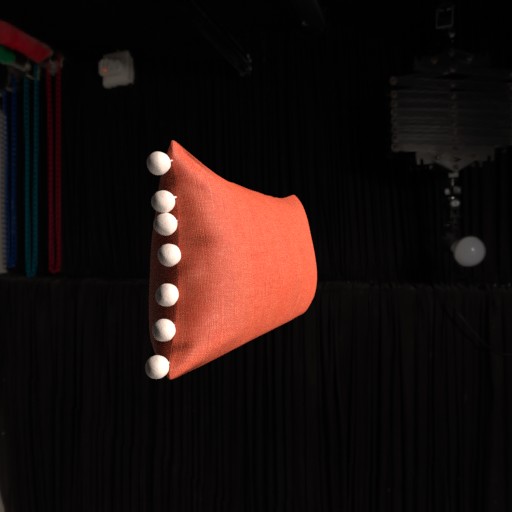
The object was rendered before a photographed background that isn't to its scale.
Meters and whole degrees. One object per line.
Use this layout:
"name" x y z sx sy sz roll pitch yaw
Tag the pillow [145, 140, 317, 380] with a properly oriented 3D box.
"pillow" 0.000 0.000 0.864 0.201 0.322 0.709 0 0 19
